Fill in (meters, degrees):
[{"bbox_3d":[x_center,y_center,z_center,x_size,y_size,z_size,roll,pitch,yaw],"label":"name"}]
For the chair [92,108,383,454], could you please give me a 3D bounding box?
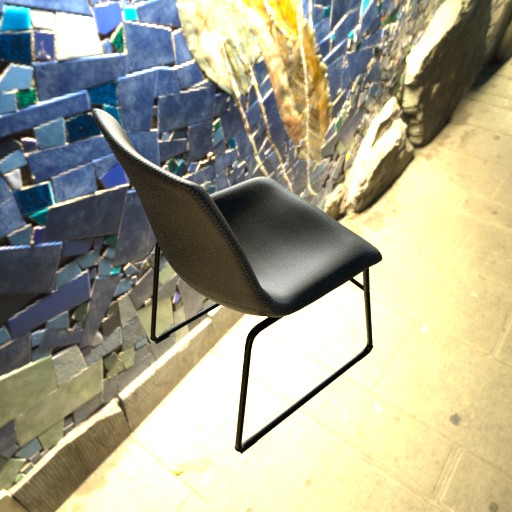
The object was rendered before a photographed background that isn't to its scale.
[{"bbox_3d":[0.000,0.000,1.094,0.550,0.780,0.460,-28,50,-27],"label":"chair"}]
